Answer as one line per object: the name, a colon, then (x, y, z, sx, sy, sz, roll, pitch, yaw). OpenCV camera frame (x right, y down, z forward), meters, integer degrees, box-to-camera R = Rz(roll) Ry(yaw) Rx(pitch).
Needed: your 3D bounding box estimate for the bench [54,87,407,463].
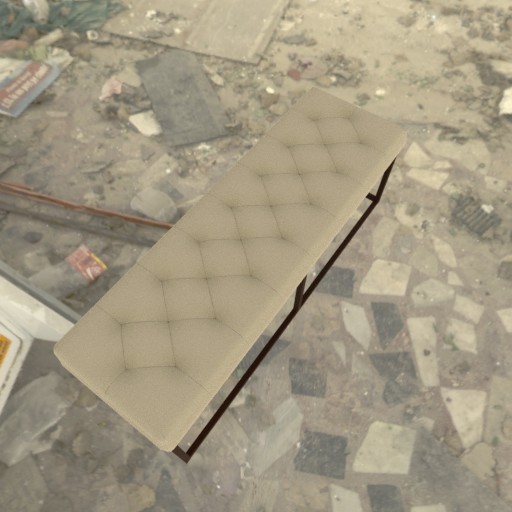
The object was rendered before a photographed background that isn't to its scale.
bench: (0.000, 0.000, 1.748, 0.479, 0.488, 1.488, 32, 64, 18)
